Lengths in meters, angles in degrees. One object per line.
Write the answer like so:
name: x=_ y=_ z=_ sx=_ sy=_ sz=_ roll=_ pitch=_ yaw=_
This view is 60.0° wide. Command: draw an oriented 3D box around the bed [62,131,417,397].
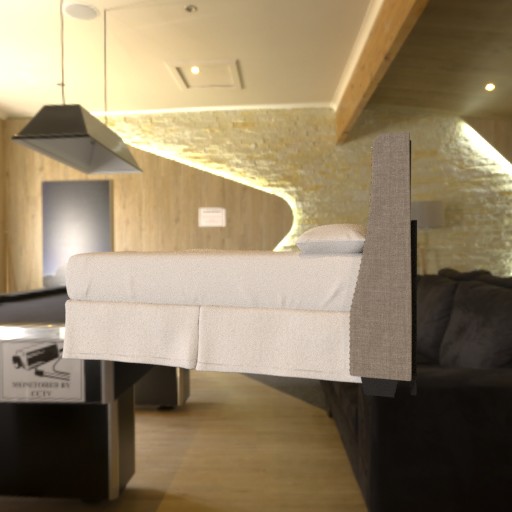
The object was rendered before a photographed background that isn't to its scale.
bed: x=0.000 y=0.000 z=3.334 sx=2.237 sy=1.407 sz=1.710 roll=0 pitch=0 yaw=18
